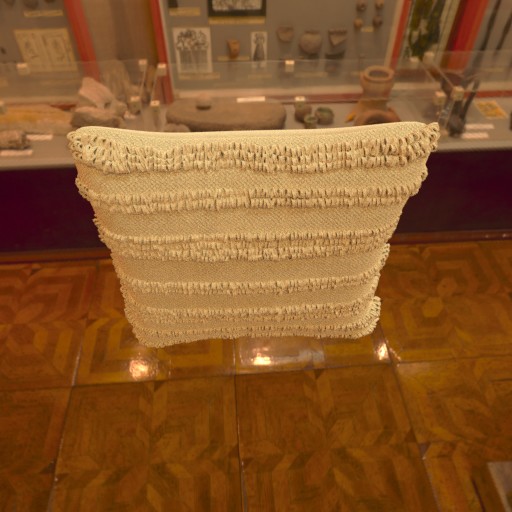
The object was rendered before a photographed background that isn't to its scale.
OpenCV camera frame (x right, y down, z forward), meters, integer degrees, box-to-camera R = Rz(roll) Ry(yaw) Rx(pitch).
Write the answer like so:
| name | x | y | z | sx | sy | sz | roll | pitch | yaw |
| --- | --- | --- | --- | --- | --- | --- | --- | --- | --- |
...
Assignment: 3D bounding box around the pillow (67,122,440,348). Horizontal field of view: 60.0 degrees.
| name | x | y | z | sx | sy | sz | roll | pitch | yaw |
| --- | --- | --- | --- | --- | --- | --- | --- | --- | --- |
| pillow | 0.000 | 0.000 | 0.653 | 0.437 | 0.427 | 0.145 | -2 | 47 | -2 |
